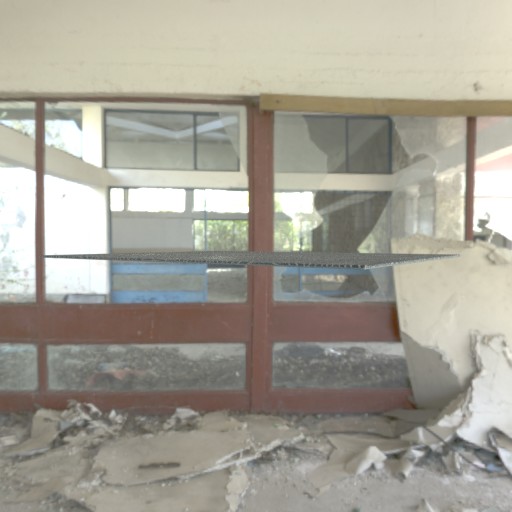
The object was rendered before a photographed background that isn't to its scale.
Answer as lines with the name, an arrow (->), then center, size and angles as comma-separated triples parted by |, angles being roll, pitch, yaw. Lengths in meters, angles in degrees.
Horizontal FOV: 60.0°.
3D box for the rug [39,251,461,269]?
rug -> 0.000, 0.000, 4.082 | 3.042, 0.021, 2.456 | 1, 2, 35
